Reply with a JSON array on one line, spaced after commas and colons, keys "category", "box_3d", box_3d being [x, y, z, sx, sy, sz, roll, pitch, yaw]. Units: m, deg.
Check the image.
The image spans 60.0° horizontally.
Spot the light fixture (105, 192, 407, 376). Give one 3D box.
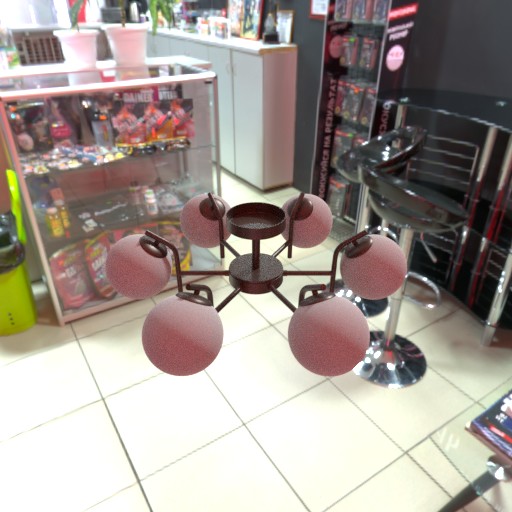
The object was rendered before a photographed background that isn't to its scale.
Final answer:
[{"category": "light fixture", "box_3d": [0.000, 0.000, 0.970, 0.662, 0.201, 0.662, 0, 31, 0]}]
